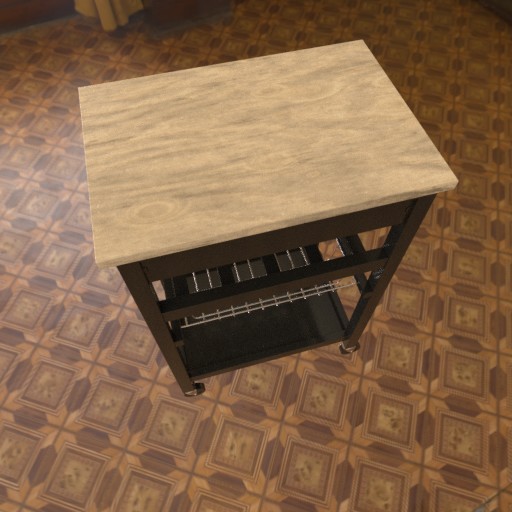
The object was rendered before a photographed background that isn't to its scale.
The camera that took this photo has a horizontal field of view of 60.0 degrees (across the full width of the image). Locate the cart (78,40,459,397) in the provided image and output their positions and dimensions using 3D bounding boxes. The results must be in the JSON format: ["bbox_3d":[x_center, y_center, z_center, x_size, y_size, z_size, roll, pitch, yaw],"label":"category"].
[{"bbox_3d":[0.000,0.000,1.129,0.584,0.839,0.403,-13,59,-8],"label":"cart"}]
